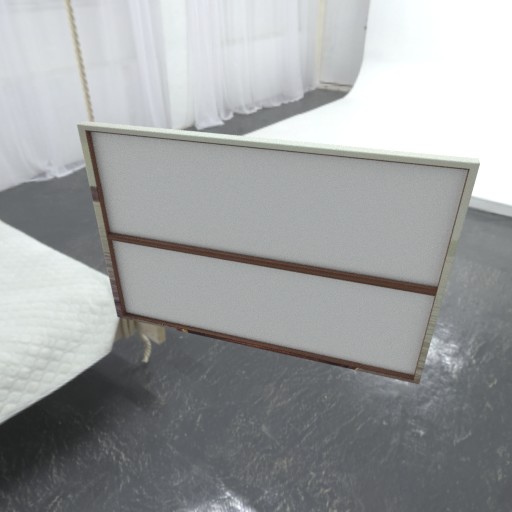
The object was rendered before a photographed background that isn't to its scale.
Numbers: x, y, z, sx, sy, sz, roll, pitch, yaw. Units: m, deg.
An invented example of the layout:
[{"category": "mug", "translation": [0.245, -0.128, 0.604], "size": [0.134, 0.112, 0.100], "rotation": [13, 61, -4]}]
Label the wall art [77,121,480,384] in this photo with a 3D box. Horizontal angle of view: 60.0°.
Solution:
[{"category": "wall art", "translation": [0.000, 0.000, 1.434], "size": [1.149, 0.765, 0.040], "rotation": [9, 33, 15]}]
